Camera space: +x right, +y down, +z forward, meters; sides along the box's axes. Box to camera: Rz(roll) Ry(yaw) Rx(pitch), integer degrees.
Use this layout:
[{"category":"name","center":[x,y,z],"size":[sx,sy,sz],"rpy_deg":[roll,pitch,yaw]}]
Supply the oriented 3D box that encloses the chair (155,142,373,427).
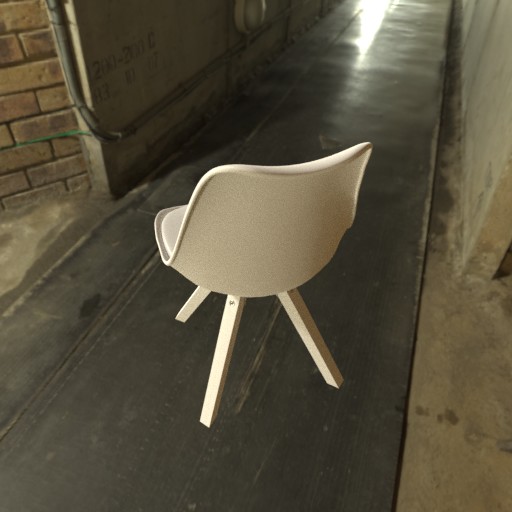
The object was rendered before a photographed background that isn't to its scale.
[{"category":"chair","center":[0.000,0.000,1.170],"size":[0.485,0.850,0.550],"rpy_deg":[-12,43,-13]}]
